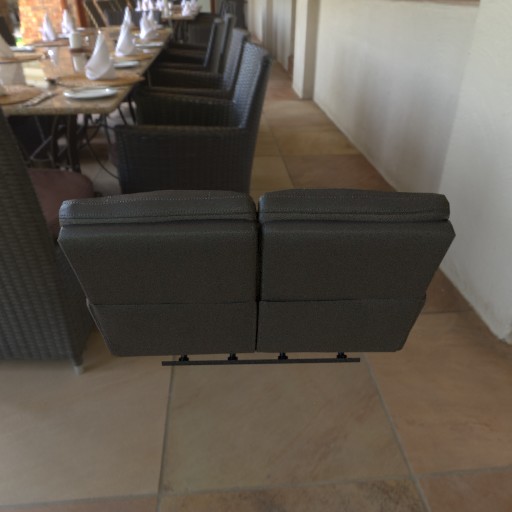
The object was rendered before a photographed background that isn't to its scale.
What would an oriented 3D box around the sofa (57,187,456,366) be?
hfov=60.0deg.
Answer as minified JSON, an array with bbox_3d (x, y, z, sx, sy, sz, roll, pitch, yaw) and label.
[{"bbox_3d":[0.000,0.000,2.463,1.765,1.111,1.104,-1,31,-1],"label":"sofa"}]
